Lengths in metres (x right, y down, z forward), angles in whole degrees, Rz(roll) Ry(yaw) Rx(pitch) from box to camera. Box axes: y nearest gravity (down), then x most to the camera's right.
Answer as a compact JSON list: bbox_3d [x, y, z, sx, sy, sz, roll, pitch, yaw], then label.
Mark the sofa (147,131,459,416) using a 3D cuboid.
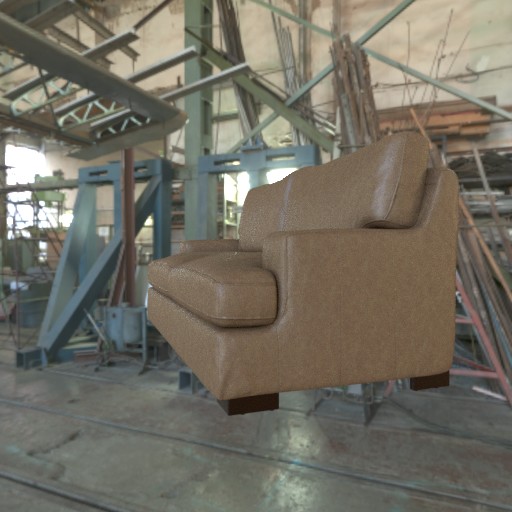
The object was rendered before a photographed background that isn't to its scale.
[{"bbox_3d":[0.000,0.000,2.359,0.962,0.980,1.855,0,1,-20],"label":"sofa"}]
